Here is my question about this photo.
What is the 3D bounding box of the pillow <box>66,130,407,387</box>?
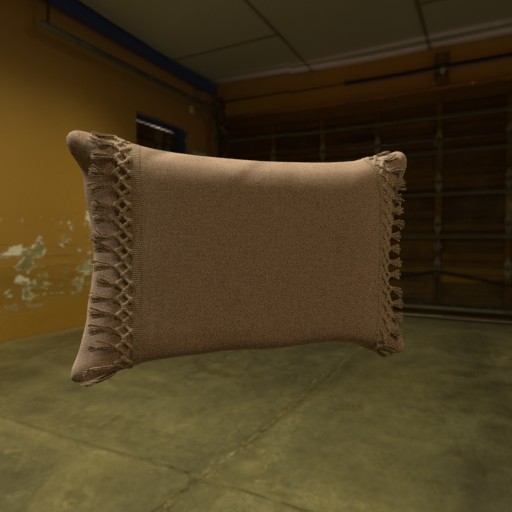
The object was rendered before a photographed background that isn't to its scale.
[{"bbox_3d":[0.000,0.000,0.592,0.466,0.305,0.084,0,1,-17],"label":"pillow"}]
